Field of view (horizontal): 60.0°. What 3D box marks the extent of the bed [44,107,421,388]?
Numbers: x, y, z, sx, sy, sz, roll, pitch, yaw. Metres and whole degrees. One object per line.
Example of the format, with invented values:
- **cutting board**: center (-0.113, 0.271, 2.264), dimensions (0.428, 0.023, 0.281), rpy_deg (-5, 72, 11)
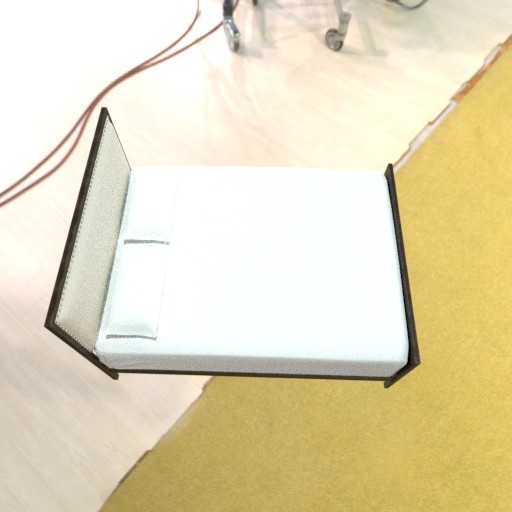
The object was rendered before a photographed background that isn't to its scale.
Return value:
- **bed**: center (0.000, 0.000, 3.304), dimensions (2.221, 1.313, 1.607), rpy_deg (2, 62, 1)
